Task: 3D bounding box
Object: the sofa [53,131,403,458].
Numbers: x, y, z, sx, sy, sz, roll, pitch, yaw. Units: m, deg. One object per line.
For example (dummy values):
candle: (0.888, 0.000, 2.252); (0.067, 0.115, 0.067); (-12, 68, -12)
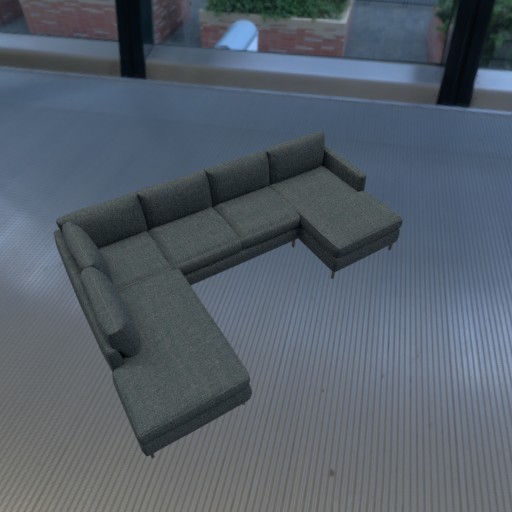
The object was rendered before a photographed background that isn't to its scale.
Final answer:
sofa: (0.000, 0.000, 3.604); (2.737, 0.753, 1.879); (-23, 49, -22)
